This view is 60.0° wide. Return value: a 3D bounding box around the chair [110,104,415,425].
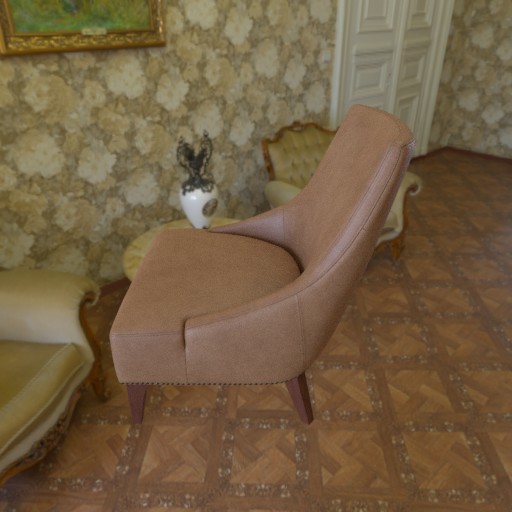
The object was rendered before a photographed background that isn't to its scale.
[{"bbox_3d":[0.000,0.000,1.501,0.861,0.909,0.701,0,29,1],"label":"chair"}]
